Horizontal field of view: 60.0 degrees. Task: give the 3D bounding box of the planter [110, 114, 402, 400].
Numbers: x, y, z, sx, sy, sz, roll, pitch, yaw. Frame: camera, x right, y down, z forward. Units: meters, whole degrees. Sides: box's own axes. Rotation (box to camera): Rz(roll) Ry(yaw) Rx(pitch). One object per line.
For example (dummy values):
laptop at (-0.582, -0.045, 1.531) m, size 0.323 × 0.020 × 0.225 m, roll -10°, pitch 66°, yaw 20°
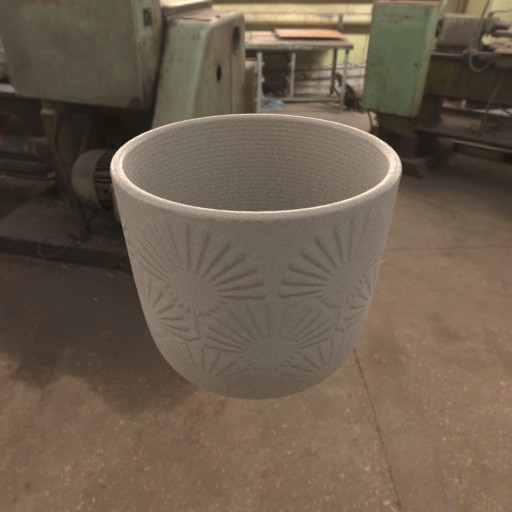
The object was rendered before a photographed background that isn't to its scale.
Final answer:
planter at (0.000, 0.000, 0.223) m, size 0.124 × 0.109 × 0.124 m, roll 0°, pitch 33°, yaw 0°
